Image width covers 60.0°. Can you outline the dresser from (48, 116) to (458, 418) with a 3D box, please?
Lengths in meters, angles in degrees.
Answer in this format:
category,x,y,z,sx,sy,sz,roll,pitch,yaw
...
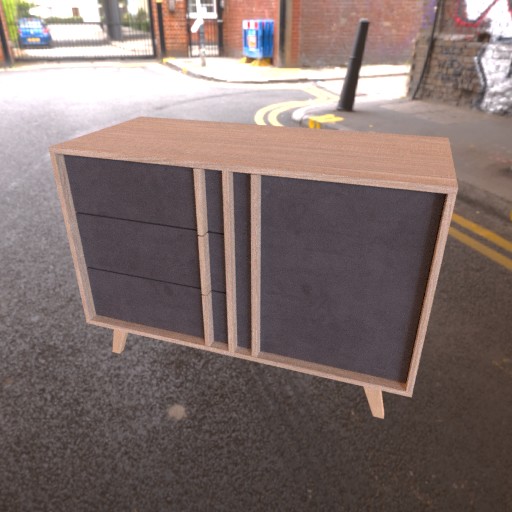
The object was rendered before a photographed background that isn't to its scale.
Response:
category,x,y,z,sx,sy,sz,roll,pitch,yaw
dresser,0.000,0.000,1.525,1.110,0.780,0.500,9,29,16
